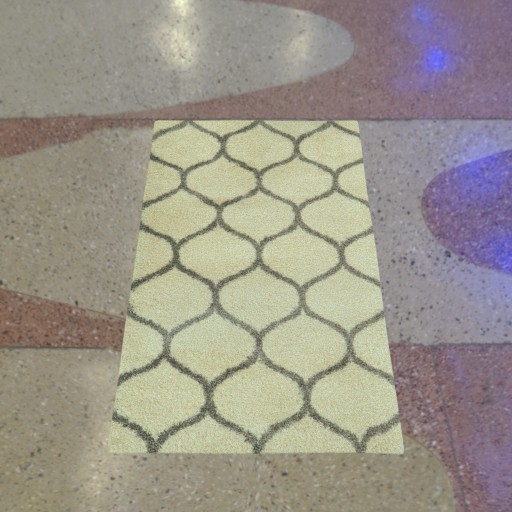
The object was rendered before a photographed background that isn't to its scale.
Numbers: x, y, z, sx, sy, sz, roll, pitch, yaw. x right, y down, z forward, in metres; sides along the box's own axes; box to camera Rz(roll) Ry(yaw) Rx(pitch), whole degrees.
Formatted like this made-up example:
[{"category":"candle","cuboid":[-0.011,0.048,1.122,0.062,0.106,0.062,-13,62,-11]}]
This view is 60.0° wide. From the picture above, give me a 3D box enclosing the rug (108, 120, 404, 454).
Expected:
[{"category":"rug","cuboid":[0.000,0.000,3.305,1.801,0.026,2.701,0,62,0]}]
